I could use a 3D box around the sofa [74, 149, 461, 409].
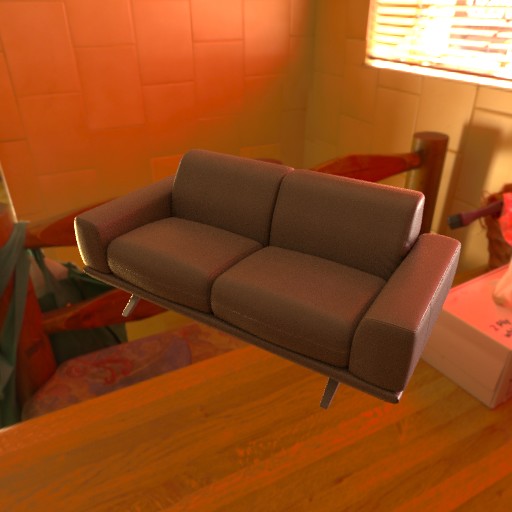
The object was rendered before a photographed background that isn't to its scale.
[{"bbox_3d":[0.000,0.000,2.408,1.901,0.772,0.900,17,34,28],"label":"sofa"}]
